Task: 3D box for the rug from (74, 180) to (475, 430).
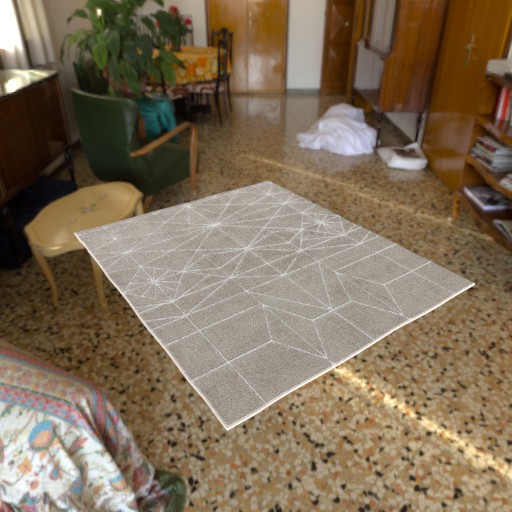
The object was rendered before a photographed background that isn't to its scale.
[{"bbox_3d":[0.000,0.000,0.909,0.548,0.006,0.639,-20,37,-30],"label":"rug"}]
